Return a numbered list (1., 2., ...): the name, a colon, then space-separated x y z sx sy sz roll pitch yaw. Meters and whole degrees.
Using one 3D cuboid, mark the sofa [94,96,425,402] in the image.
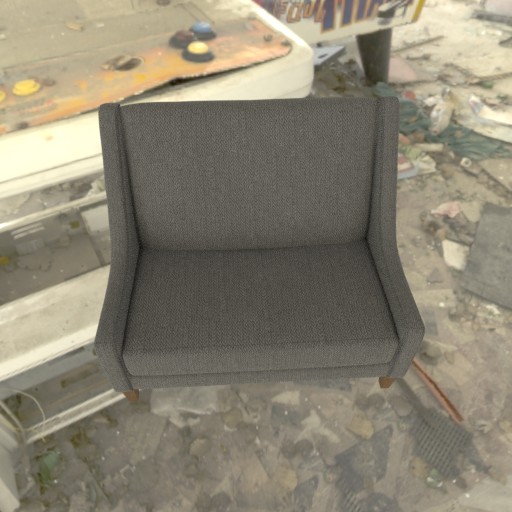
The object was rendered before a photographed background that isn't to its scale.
1. sofa: 0.000 0.000 1.885 1.242 1.022 0.873 -2 46 -2
